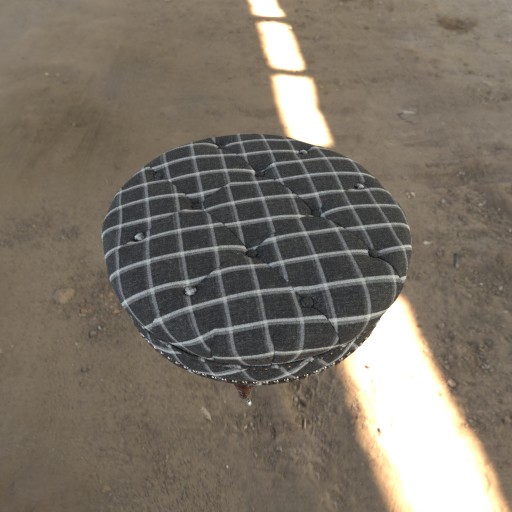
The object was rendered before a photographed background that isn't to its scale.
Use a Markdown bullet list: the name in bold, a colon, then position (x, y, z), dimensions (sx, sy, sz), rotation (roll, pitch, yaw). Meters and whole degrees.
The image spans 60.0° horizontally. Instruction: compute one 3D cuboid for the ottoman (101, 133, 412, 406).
- **ottoman**: position (0.000, 0.000, 1.413), dimensions (0.901, 0.439, 0.901), rotation (0, 47, 0)
